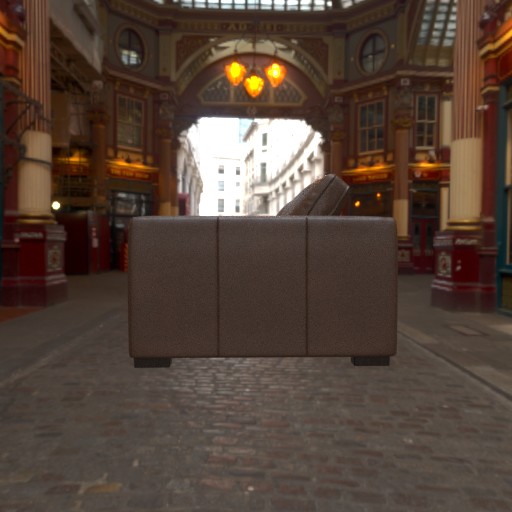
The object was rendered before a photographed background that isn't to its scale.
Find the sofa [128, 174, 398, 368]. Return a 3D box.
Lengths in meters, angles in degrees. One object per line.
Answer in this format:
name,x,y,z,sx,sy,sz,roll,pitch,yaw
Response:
sofa,0.000,0.000,2.815,1.070,0.801,2.262,0,2,-2
